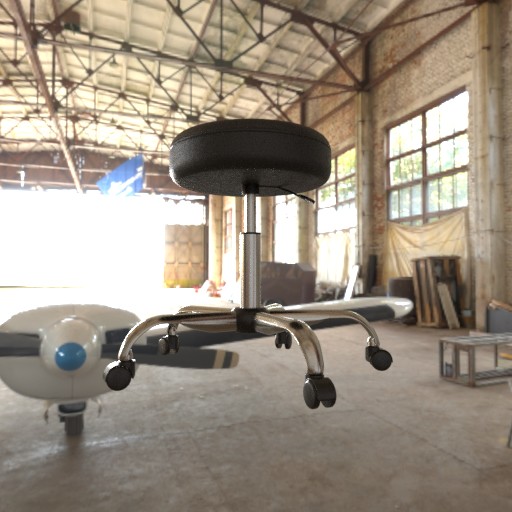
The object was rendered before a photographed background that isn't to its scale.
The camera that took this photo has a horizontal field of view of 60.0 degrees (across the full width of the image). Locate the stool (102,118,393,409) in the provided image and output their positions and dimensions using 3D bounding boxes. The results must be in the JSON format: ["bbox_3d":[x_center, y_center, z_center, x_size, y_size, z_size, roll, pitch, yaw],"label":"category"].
[{"bbox_3d":[0.000,0.000,1.152,0.673,0.576,0.638,-1,-2,18],"label":"stool"}]
